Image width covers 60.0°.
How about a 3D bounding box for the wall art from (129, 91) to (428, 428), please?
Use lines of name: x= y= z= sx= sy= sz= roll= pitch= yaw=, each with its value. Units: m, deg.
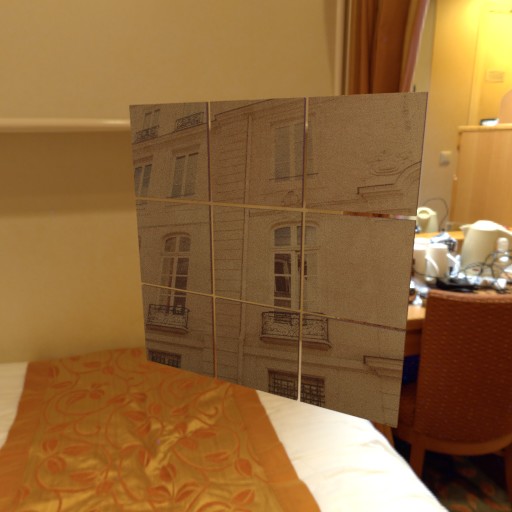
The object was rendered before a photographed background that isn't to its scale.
wall art: x=0.000 y=0.000 z=1.366 sx=0.915 sy=0.913 sz=0.018 roll=7 pitch=16 yaw=26
